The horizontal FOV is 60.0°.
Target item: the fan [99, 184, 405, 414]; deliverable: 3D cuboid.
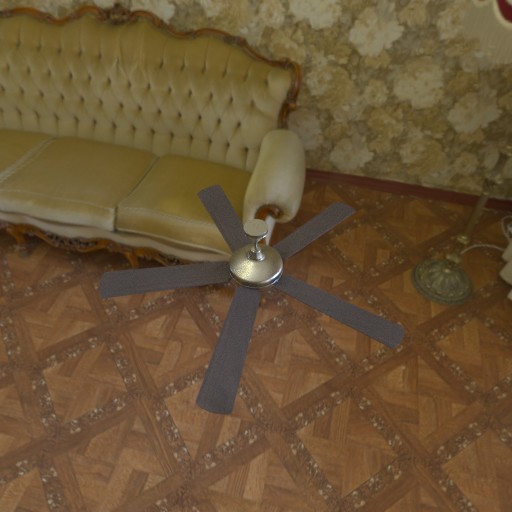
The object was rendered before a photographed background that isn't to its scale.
[{"bbox_3d":[0.000,0.000,1.999,1.321,0.356,1.321,-25,51,-22],"label":"fan"}]
